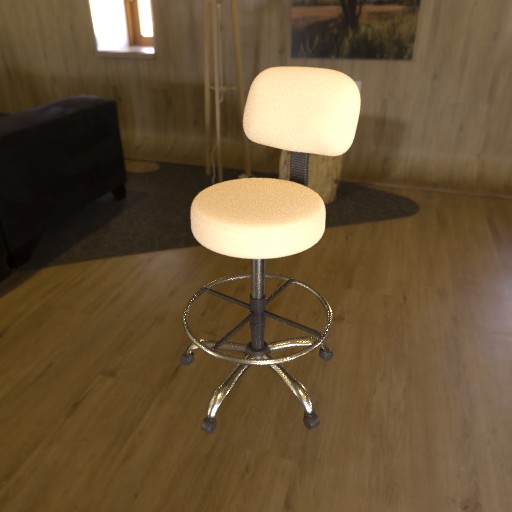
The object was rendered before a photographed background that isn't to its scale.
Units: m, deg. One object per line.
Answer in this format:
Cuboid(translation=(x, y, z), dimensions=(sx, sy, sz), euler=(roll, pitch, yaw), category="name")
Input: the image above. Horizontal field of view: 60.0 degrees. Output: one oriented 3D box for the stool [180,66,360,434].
Cuboid(translation=(0.000, 0.000, 1.435), dimensions=(0.609, 1.080, 0.616), euler=(18, 34, 29), category="stool")
